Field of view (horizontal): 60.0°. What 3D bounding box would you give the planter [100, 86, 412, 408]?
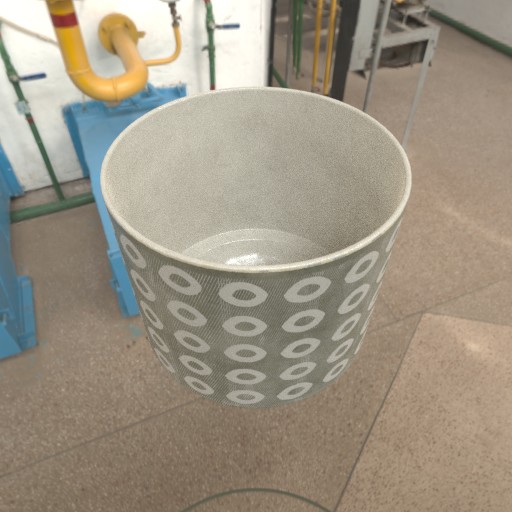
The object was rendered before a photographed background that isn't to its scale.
[{"bbox_3d":[0.000,0.000,0.343,0.190,0.181,0.190,0,47,0],"label":"planter"}]
